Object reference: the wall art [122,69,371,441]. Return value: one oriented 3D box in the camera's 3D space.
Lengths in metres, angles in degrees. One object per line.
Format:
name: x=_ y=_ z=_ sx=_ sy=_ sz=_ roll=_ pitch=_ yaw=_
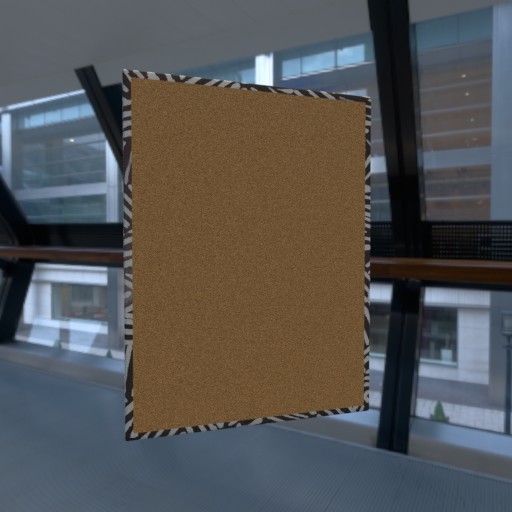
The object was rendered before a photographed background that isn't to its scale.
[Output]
wall art: x=0.000 y=0.000 z=1.339 sx=0.765 sy=1.017 sz=0.038 roll=0 pitch=1 yaw=-17
